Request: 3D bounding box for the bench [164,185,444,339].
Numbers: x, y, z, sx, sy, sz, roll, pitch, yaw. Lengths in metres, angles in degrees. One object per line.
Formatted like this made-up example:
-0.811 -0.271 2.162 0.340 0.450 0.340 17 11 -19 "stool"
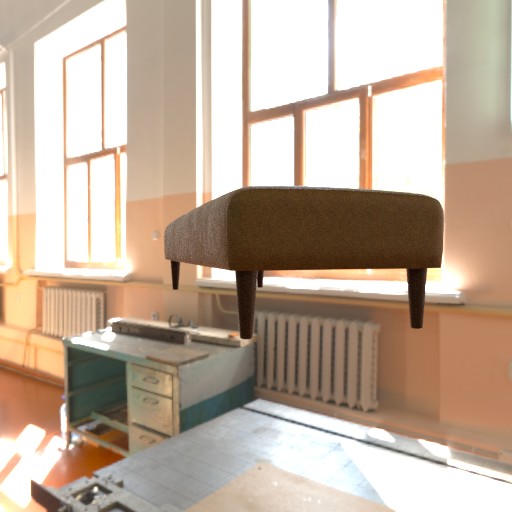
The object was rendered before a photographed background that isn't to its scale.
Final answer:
0.000 0.000 1.904 0.653 0.399 1.610 0 1 -17 "bench"
